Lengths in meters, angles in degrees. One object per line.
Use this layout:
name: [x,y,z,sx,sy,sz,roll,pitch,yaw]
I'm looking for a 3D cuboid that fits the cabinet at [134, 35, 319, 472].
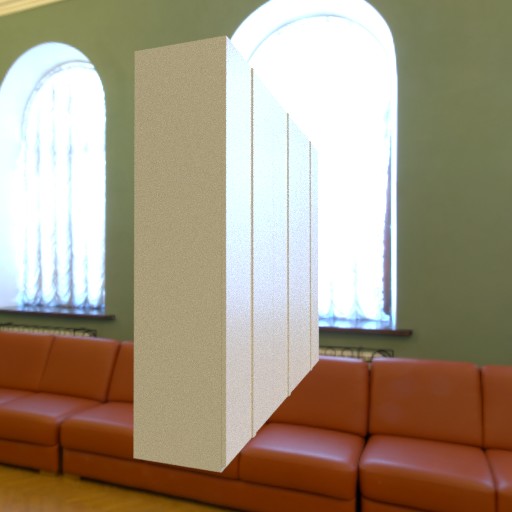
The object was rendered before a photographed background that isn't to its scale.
cabinet: [0.000,0.000,3.768,0.590,2.370,2.700,0,-1,19]
